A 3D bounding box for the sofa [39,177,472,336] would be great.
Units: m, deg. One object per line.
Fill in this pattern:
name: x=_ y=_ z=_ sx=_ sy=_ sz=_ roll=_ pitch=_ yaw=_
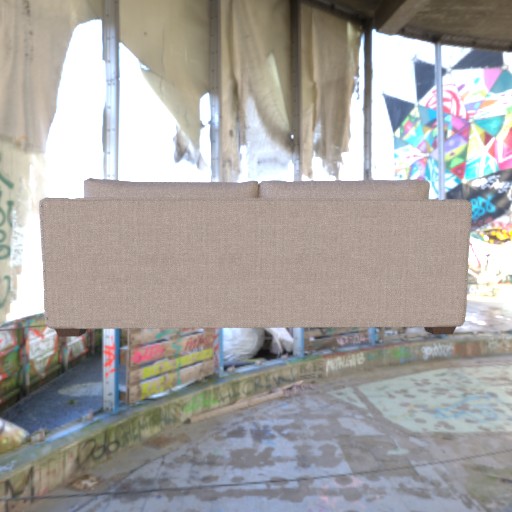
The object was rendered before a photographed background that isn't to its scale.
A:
sofa: x=0.000 y=0.000 z=2.742 sx=2.208 sy=0.857 sz=1.000 roll=0 pitch=0 yaw=-2
